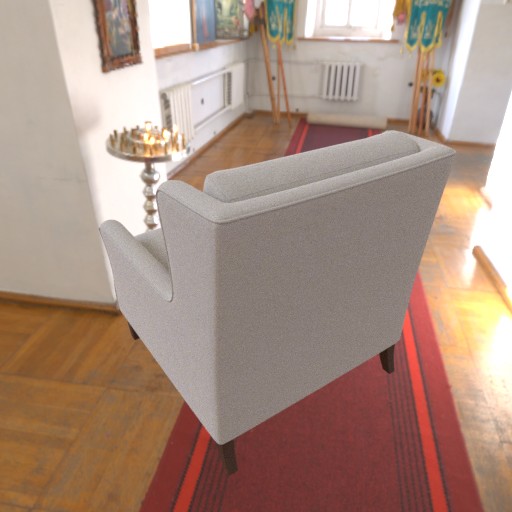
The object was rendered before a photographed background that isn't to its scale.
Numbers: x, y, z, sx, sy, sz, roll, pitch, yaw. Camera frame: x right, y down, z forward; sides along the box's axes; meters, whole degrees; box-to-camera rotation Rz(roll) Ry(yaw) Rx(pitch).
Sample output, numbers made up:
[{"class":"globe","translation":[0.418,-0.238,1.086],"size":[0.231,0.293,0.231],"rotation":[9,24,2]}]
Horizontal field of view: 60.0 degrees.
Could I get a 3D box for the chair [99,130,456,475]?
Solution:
[{"class":"chair","translation":[0.000,0.000,1.836],"size":[0.982,1.056,1.040],"rotation":[-20,36,-30]}]
